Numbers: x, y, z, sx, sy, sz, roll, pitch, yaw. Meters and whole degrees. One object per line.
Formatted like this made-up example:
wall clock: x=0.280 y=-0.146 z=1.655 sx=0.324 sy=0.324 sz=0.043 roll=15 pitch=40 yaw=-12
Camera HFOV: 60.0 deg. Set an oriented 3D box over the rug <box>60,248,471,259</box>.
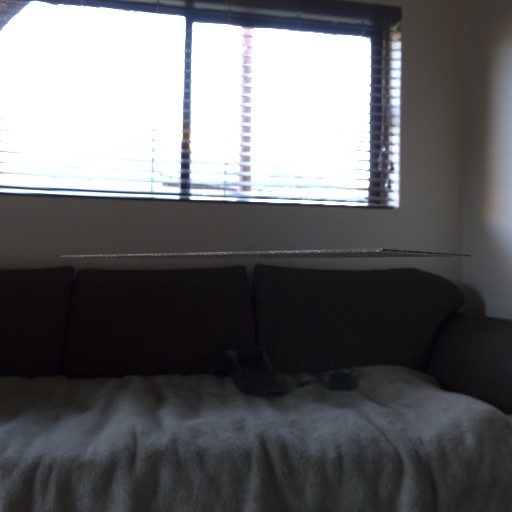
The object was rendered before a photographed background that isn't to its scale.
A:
rug: x=0.000 y=0.000 z=3.114 sx=2.457 sy=0.012 sz=1.541 roll=-1 pitch=-1 yaw=38
